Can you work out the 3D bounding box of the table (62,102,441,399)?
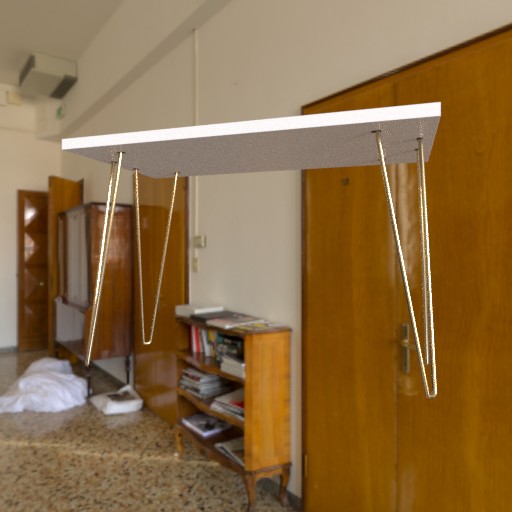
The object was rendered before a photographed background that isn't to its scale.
[{"bbox_3d":[0.000,0.000,1.335,0.991,0.660,0.498,0,0,18],"label":"table"}]
